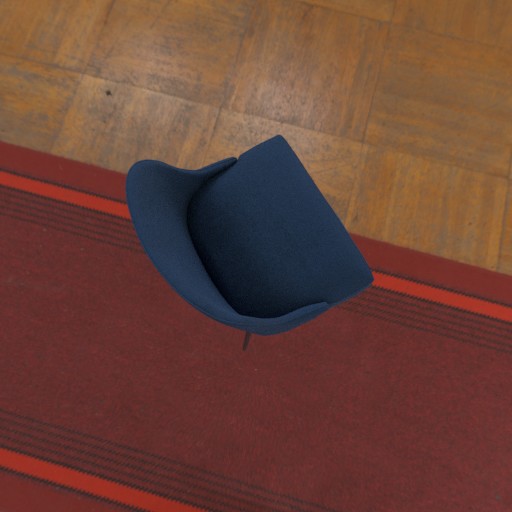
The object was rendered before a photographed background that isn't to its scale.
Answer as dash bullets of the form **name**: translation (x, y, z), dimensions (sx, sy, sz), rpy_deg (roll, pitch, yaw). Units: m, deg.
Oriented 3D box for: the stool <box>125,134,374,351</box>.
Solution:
- **stool**: translation (0.000, 0.000, 1.379), dimensions (0.489, 1.079, 0.527), rpy_deg (-29, 77, -7)
